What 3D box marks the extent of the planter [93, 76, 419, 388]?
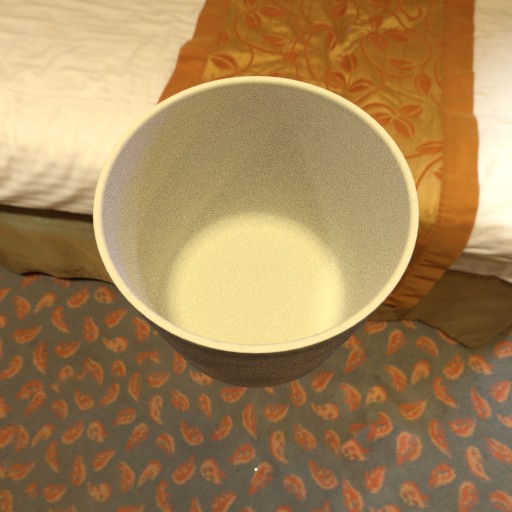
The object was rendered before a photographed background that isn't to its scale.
[{"bbox_3d":[0.000,0.000,0.782,0.440,0.398,0.440,0,64,0],"label":"planter"}]
